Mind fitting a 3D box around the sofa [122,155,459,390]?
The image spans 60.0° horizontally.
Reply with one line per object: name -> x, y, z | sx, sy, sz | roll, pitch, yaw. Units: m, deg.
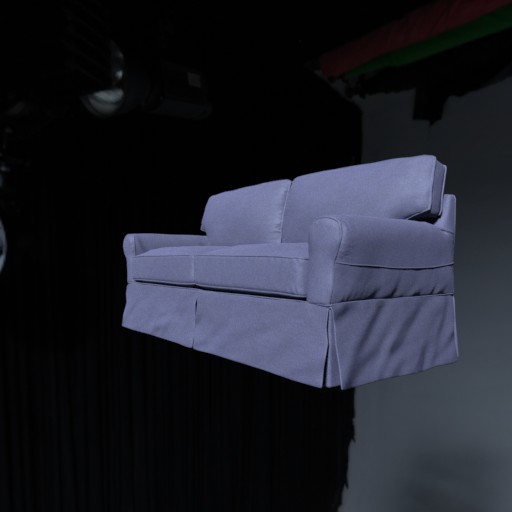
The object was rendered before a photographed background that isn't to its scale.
sofa -> 0.000, 0.000, 2.895 | 0.983, 1.094, 2.256 | 0, 0, -39
